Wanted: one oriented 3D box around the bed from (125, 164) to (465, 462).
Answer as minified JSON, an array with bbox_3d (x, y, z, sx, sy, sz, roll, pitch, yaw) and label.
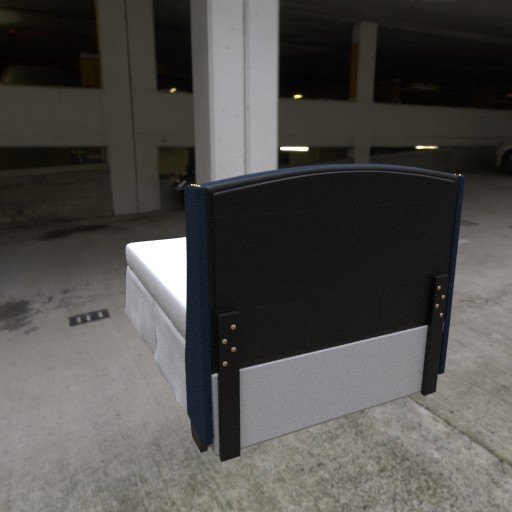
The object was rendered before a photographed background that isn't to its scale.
[{"bbox_3d":[0.000,0.000,3.249,1.604,1.402,2.223,-7,16,-25],"label":"bed"}]
